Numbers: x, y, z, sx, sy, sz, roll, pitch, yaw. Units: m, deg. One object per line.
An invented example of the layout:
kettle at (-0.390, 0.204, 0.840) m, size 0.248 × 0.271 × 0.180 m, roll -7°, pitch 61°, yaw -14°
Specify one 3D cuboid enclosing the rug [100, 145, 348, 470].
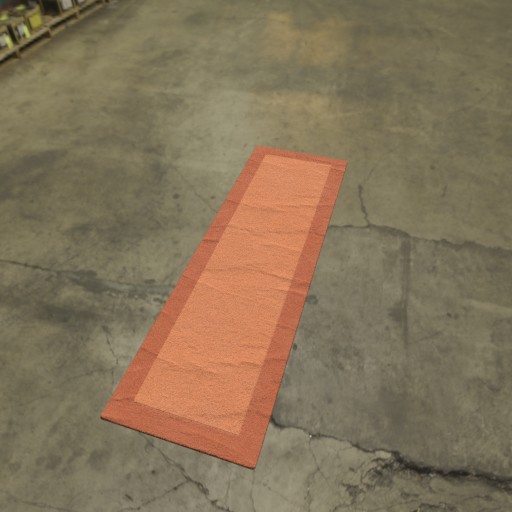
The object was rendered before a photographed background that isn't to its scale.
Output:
rug at (0.000, 0.000, 2.778) m, size 0.914 × 0.013 × 2.471 m, roll 10°, pitch 47°, yaw 10°
